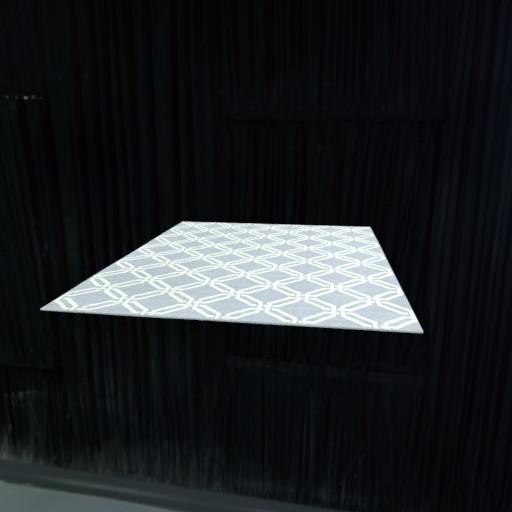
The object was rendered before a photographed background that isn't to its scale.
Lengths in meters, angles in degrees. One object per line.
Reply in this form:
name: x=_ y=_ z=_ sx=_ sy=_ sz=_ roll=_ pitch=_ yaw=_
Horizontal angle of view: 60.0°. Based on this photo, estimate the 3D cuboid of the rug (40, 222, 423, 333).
rug: x=0.000 y=0.000 z=3.970 sx=2.288 sy=0.018 sz=2.895 roll=2 pitch=15 yaw=8
